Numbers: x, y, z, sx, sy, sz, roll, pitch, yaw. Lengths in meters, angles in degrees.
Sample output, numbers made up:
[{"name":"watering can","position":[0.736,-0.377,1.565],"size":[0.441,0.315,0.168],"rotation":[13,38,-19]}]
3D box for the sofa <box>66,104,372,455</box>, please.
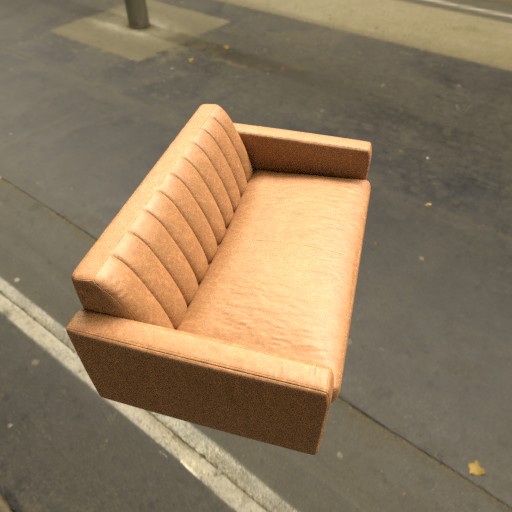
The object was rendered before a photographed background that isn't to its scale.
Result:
[{"name":"sofa","position":[0.000,0.000,2.118],"size":[0.960,0.820,1.549],"rotation":[11,46,11]}]
